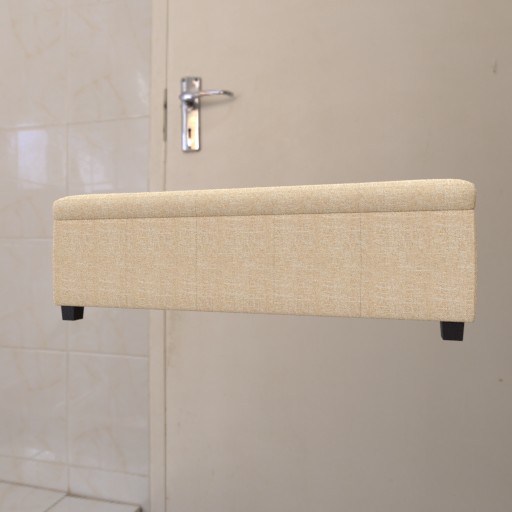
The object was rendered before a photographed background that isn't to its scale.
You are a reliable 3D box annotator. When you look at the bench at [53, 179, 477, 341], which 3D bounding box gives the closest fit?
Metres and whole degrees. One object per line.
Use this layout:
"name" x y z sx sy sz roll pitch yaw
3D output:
"bench" 0.000 0.000 1.420 1.219 0.406 0.432 0 0 17
